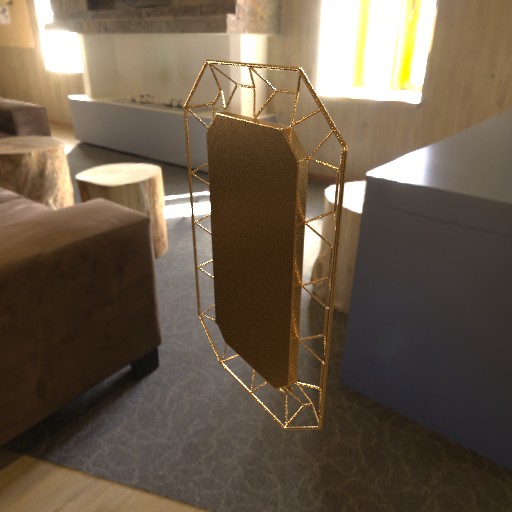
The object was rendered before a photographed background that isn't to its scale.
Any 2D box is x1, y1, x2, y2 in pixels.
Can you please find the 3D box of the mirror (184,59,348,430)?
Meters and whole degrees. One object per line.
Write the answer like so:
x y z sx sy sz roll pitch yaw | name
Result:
0.000 0.000 1.086 0.051 0.870 0.572 -18 32 -31 | mirror
